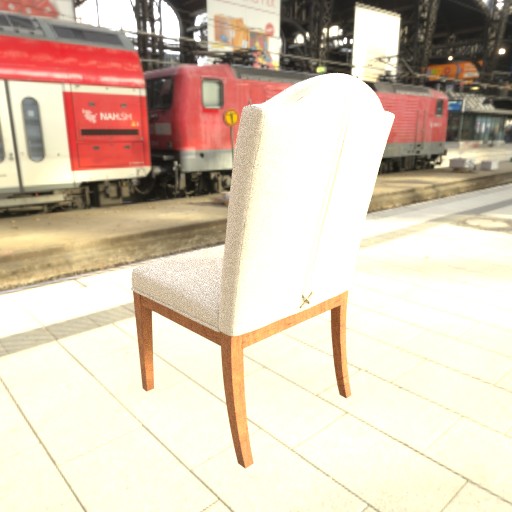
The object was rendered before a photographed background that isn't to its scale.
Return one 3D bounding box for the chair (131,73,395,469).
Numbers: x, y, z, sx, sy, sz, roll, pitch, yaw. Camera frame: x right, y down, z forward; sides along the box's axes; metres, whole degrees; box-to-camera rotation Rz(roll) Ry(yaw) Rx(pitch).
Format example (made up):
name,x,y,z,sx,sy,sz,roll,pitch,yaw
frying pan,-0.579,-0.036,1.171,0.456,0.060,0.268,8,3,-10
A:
name,x,y,z,sx,sy,sz,roll,pitch,yaw
chair,0.000,0.000,1.381,0.534,1.012,0.648,-15,22,-42
